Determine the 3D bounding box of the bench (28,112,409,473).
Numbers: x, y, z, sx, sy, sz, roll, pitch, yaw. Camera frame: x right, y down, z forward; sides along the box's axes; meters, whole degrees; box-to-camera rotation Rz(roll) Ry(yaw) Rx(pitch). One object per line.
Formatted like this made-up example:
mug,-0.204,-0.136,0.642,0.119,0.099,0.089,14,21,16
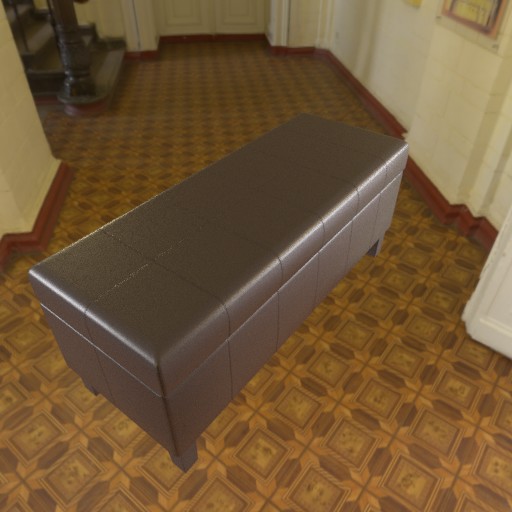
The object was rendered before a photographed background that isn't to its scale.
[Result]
bench,0.000,0.000,1.319,0.429,0.457,1.092,26,46,28
